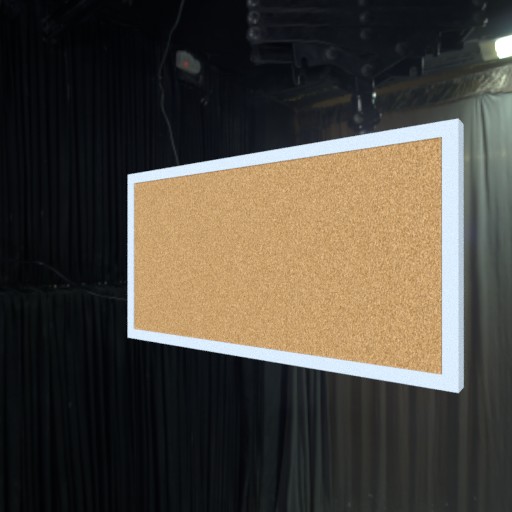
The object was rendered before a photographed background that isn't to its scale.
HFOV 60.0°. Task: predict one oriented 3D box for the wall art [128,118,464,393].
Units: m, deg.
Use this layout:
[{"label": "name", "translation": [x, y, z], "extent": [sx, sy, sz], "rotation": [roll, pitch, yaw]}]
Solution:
[{"label": "wall art", "translation": [0.000, 0.000, 0.949], "extent": [0.812, 0.431, 0.038], "rotation": [0, 0, 36]}]
